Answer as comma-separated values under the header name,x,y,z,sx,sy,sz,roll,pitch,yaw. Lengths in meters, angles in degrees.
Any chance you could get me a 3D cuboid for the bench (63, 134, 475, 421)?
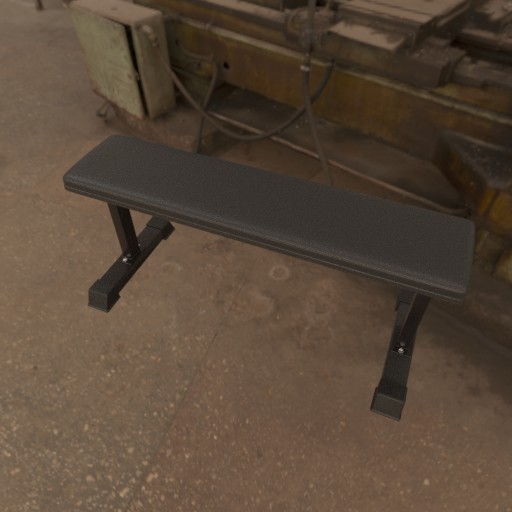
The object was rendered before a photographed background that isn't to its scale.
name,x,y,z,sx,sy,sz,roll,pitch,yaw
bench,0.000,0.000,1.297,1.072,0.453,0.439,17,48,15
